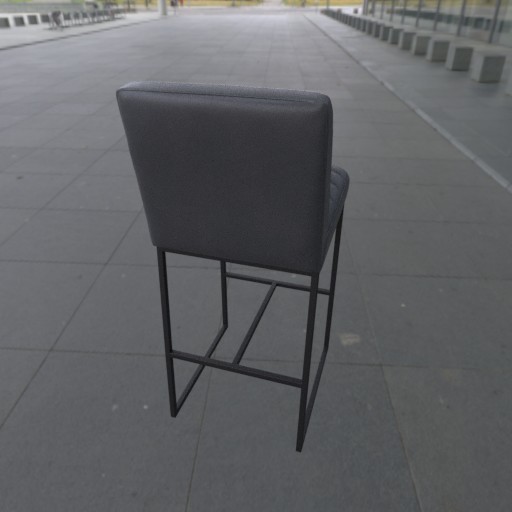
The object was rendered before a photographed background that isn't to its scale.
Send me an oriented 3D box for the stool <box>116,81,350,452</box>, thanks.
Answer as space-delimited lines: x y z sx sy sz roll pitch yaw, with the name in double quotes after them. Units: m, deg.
0.000 0.000 1.329 0.457 1.040 0.552 9 32 15 "stool"
